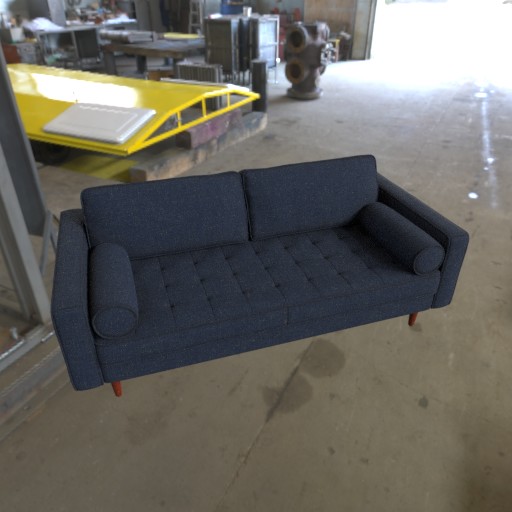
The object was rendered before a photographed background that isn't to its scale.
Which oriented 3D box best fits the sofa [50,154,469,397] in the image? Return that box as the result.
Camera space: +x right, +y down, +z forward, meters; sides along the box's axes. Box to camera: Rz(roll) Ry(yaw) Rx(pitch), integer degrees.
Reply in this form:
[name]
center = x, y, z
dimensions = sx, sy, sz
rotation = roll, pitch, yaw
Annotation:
[sofa]
center = 0.000, 0.000, 2.306
dimensions = 1.880, 0.762, 0.914
rotation = -10, 33, -15
